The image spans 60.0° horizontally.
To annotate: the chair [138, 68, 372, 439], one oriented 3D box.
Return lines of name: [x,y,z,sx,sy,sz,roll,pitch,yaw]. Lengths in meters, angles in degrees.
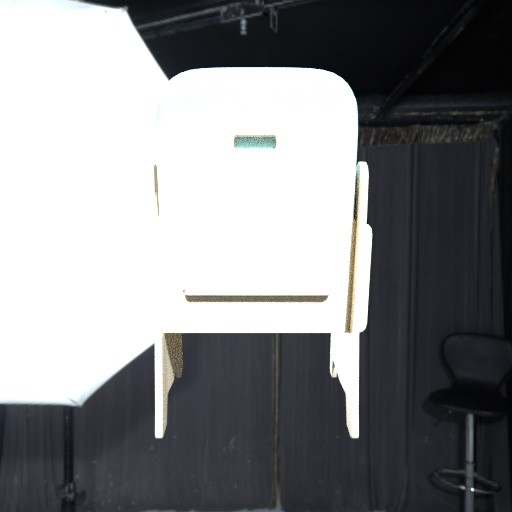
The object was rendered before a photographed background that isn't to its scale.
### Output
chair: [0.000,0.000,1.266,0.590,0.800,0.710,0,-1,0]
